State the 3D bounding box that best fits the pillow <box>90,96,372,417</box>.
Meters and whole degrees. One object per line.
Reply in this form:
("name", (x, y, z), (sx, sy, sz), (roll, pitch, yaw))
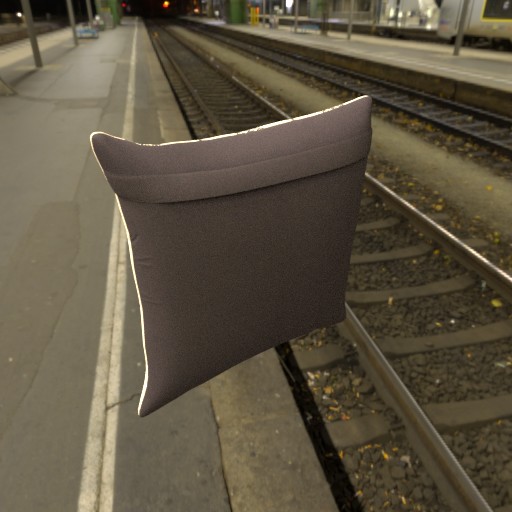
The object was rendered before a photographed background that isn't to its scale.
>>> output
("pillow", (0.000, 0.000, 0.639), (0.405, 0.406, 0.173), (-18, 34, -29))
